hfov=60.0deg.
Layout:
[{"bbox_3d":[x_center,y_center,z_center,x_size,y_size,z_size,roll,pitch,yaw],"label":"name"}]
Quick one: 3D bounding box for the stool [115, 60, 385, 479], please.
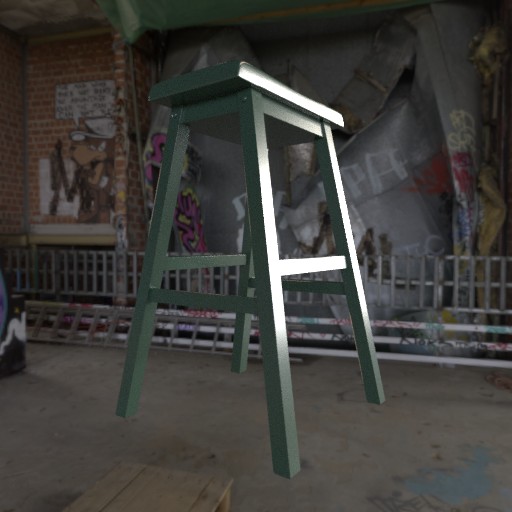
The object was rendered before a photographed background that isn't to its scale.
[{"bbox_3d":[0.000,0.000,1.063,0.476,0.737,0.457,1,2,36],"label":"stool"}]
